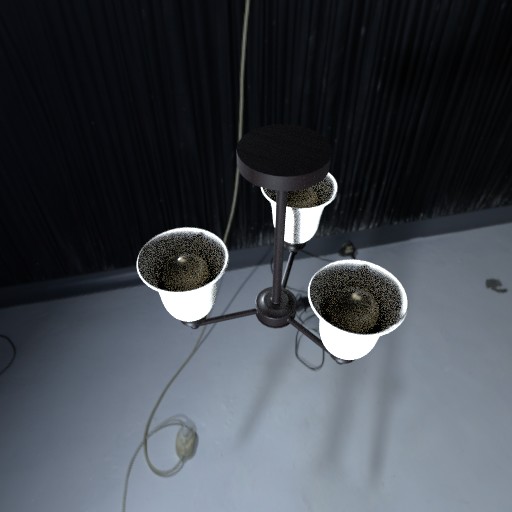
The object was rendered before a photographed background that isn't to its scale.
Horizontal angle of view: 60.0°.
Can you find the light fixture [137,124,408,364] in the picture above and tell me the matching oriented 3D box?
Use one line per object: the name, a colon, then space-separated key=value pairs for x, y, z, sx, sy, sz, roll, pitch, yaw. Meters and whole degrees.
light fixture: x=0.000 y=0.000 z=0.685 sx=0.354 sy=0.370 sz=0.388 roll=-10 pitch=47 yaw=-10
